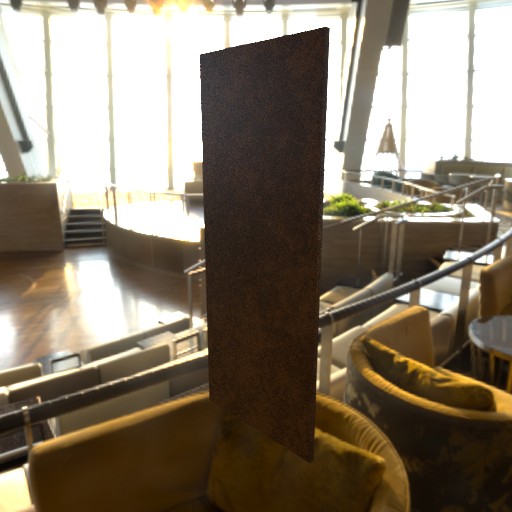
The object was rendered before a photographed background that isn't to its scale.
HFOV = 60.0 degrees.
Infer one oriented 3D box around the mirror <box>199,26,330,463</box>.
[{"bbox_3d":[0.000,0.000,2.296,0.032,2.031,0.812,-14,20,-43],"label":"mirror"}]
